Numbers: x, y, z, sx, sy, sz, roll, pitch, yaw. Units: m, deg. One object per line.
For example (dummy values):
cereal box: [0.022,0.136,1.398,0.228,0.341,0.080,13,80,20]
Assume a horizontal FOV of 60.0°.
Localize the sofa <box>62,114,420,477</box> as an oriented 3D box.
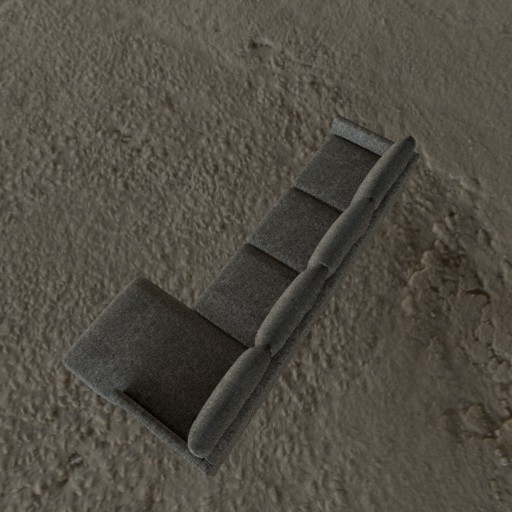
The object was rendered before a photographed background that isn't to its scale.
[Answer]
sofa: [0.000,0.000,3.999,1.488,0.970,3.384,32,67,15]
